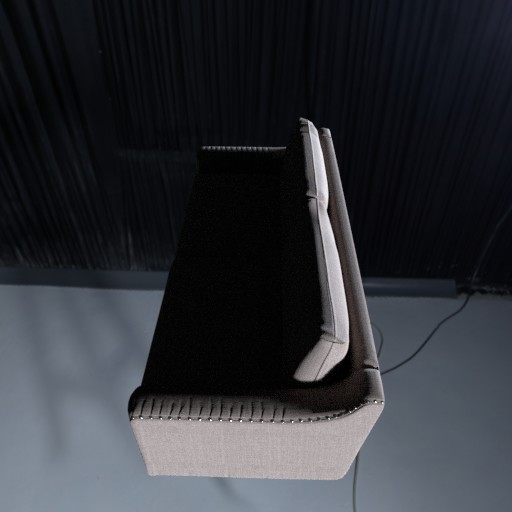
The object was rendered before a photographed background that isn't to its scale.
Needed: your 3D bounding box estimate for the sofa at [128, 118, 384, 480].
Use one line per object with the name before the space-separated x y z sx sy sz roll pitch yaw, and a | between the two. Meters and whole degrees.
sofa | 0.000 0.000 2.594 1.000 0.857 2.208 1 41 1
